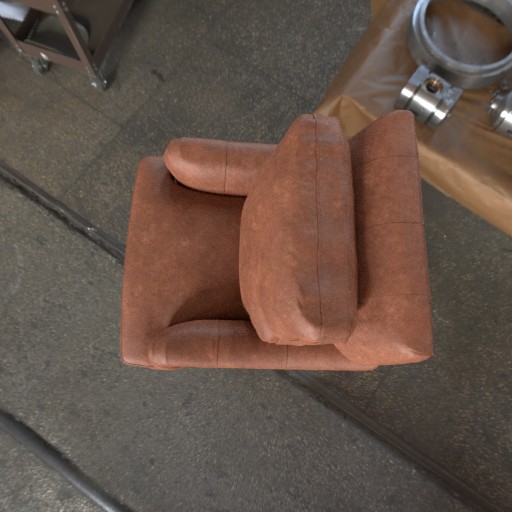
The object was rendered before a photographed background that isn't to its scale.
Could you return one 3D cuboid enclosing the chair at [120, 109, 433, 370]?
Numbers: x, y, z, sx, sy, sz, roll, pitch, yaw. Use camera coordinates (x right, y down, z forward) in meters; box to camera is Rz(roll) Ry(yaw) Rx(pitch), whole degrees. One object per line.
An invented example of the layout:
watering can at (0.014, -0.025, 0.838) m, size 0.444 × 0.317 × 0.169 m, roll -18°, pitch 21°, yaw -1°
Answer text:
chair at (0.000, 0.000, 1.950) m, size 1.158 × 1.055 × 0.986 m, roll 1°, pitch 75°, yaw 0°
